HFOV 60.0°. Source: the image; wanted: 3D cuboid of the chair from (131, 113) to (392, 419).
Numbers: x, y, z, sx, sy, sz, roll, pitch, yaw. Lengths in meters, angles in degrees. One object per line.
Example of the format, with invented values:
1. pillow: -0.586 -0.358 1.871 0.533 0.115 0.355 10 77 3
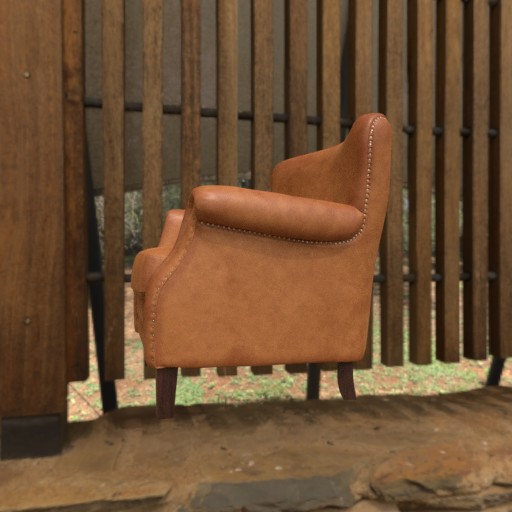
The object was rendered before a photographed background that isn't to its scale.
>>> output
1. chair: 0.000 0.000 1.698 0.921 0.936 0.861 0 0 -18
